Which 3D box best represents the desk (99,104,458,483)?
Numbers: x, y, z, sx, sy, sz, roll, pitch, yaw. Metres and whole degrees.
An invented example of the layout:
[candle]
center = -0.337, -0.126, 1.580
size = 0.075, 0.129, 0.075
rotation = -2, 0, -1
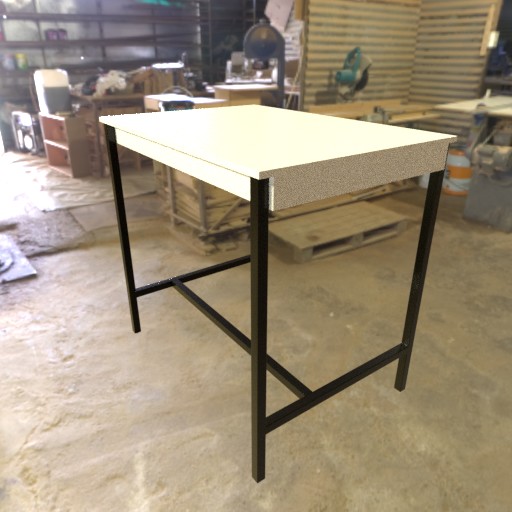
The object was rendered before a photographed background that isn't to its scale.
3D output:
[desk]
center = 0.000, 0.000, 1.340
size = 0.573, 0.766, 0.811
rotation = -17, 30, -32
